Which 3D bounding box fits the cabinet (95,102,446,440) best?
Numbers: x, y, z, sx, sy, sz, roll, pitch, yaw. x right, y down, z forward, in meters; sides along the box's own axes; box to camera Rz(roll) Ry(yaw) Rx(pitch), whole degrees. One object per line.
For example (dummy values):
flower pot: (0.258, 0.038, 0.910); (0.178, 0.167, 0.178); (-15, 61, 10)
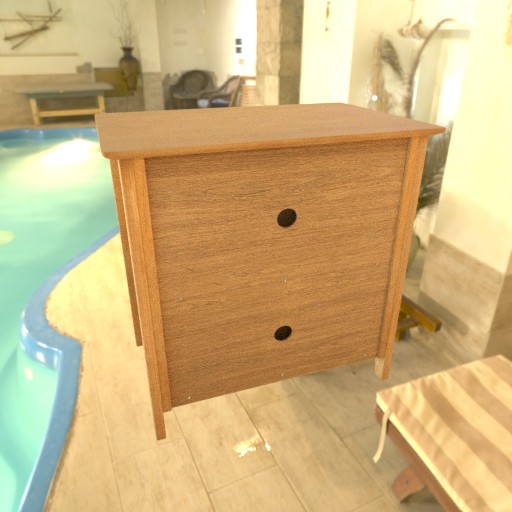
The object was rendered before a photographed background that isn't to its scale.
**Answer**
cabinet: (0.000, 0.000, 1.283); (0.763, 0.762, 0.503); (-9, 27, -17)
